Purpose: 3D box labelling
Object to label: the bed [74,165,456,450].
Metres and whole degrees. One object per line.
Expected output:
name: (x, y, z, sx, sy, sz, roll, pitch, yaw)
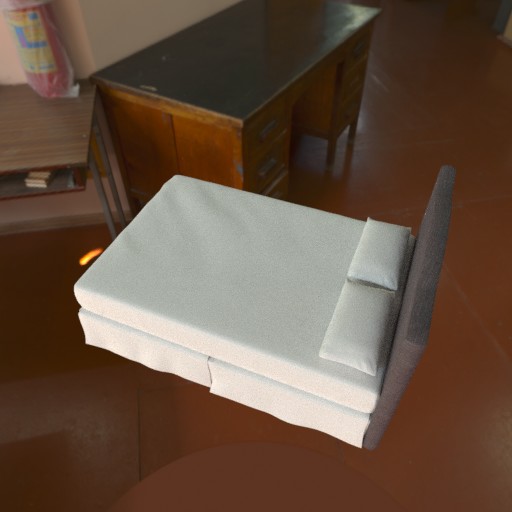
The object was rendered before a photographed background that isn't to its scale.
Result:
bed: (0.000, 0.000, 3.498, 2.507, 1.441, 1.741, 16, 48, 15)
